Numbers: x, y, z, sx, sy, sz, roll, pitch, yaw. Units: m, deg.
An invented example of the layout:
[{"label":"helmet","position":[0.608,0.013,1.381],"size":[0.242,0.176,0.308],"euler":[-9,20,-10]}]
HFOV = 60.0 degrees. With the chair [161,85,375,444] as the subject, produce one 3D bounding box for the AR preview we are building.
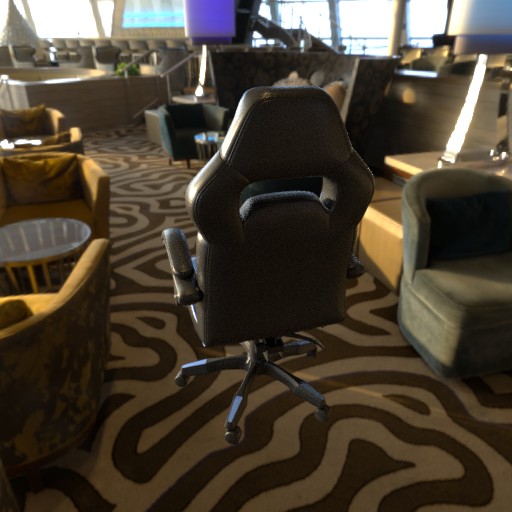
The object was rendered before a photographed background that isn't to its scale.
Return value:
[{"label":"chair","position":[0.000,0.000,1.715],"size":[0.700,1.280,0.700],"euler":[-8,27,-15]}]
